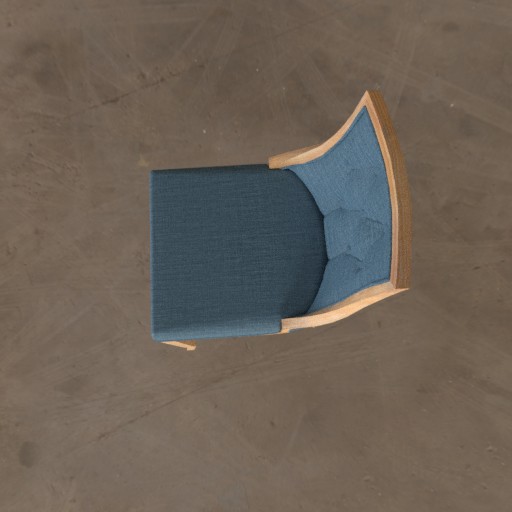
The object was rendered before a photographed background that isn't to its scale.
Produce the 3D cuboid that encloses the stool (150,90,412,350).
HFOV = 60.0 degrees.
[{"bbox_3d":[0.000,0.000,1.433,0.626,1.101,0.524,-4,76,-1],"label":"stool"}]
